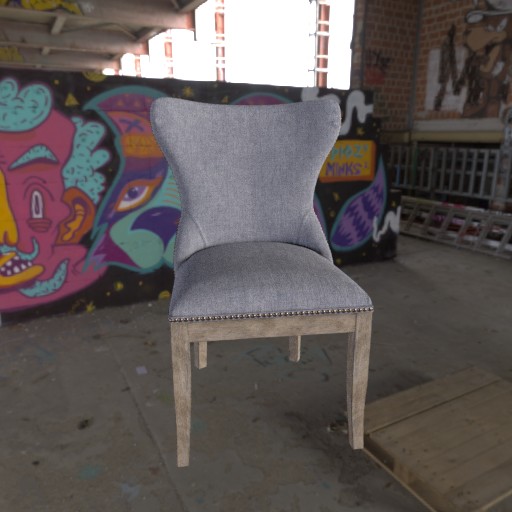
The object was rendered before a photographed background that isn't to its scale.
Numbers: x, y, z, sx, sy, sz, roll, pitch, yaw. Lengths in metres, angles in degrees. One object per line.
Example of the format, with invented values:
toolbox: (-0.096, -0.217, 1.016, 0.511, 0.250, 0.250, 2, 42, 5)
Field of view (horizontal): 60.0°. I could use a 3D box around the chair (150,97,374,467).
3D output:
chair: (0.000, 0.000, 1.443, 0.654, 1.002, 0.681, -2, 15, -8)
